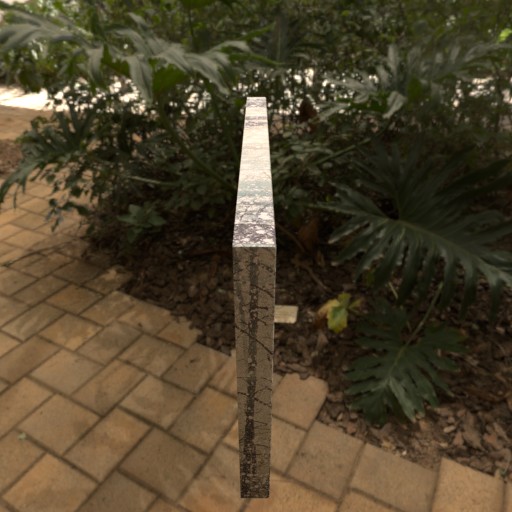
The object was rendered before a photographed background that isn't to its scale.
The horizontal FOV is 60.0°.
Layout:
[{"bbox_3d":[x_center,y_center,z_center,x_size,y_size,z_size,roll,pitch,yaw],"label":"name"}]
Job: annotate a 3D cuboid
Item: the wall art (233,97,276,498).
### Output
[{"bbox_3d":[0.000,0.000,0.763,0.042,0.398,0.618,0,31,0],"label":"wall art"}]
